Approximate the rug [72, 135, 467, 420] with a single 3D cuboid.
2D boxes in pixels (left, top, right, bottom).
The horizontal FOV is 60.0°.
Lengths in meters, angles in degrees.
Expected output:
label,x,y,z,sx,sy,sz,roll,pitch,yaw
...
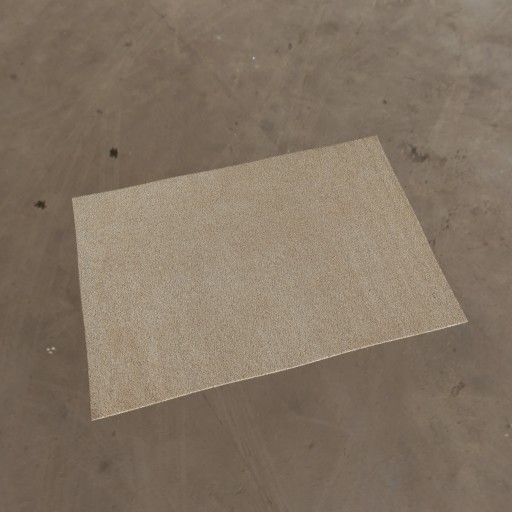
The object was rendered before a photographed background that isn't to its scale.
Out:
label,x,y,z,sx,sy,sz,roll,pitch,yaw
rug,0.000,0.000,3.452,2.699,0.025,1.800,-13,64,-6
